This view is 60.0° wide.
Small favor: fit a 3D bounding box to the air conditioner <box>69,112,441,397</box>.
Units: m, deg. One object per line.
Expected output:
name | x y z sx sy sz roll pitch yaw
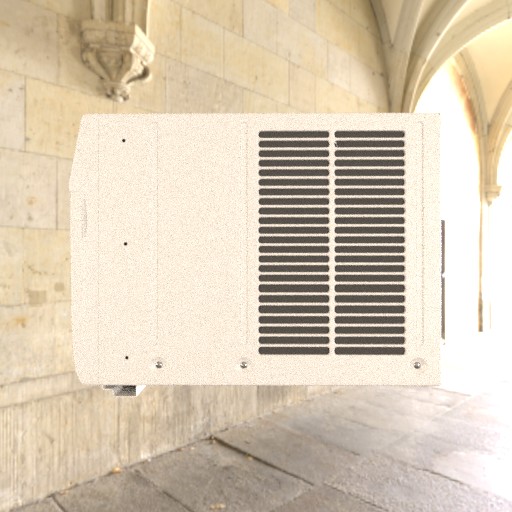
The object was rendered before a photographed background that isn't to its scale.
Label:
air conditioner | 0.000 0.000 1.027 0.599 0.455 0.645 0 0 1
